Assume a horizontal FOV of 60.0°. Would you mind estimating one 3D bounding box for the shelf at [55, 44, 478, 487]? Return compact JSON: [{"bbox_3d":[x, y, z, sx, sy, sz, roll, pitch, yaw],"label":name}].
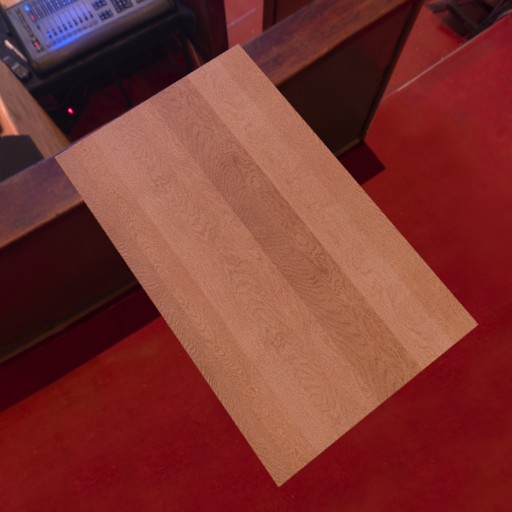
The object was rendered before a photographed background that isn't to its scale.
[{"bbox_3d":[0.000,0.000,1.521,0.700,0.450,1.150,-35,78,-9],"label":"shelf"}]
